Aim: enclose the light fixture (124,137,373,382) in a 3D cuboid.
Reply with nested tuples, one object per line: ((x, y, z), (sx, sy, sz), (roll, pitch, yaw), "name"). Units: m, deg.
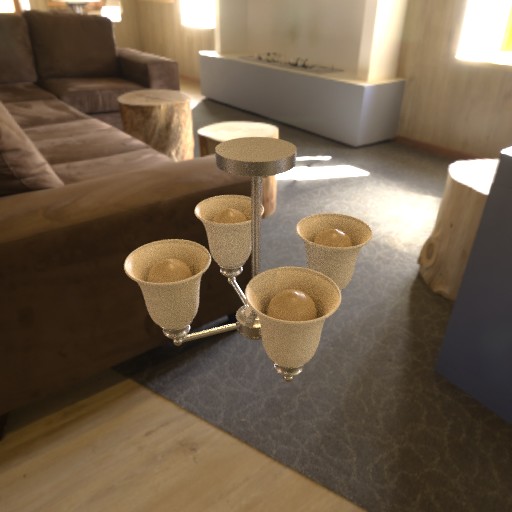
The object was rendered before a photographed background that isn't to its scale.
((0.000, 0.000, 0.749), (0.427, 0.370, 0.427), (-11, 33, -17), "light fixture")
